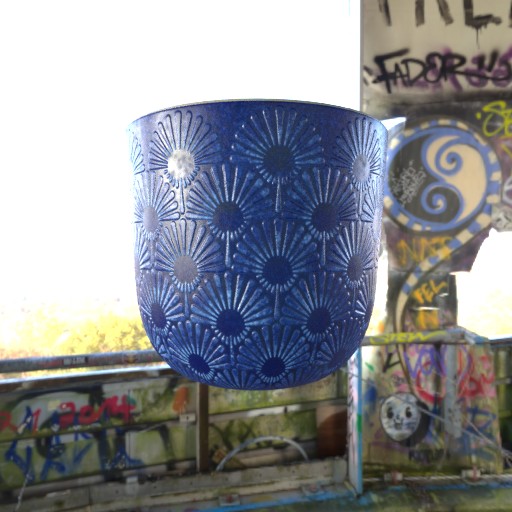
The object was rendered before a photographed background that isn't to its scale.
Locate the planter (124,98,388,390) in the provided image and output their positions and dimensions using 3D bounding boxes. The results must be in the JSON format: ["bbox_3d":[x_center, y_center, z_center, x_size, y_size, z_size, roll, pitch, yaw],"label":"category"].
[{"bbox_3d":[0.000,0.000,0.363,0.206,0.190,0.206,0,1,0],"label":"planter"}]
